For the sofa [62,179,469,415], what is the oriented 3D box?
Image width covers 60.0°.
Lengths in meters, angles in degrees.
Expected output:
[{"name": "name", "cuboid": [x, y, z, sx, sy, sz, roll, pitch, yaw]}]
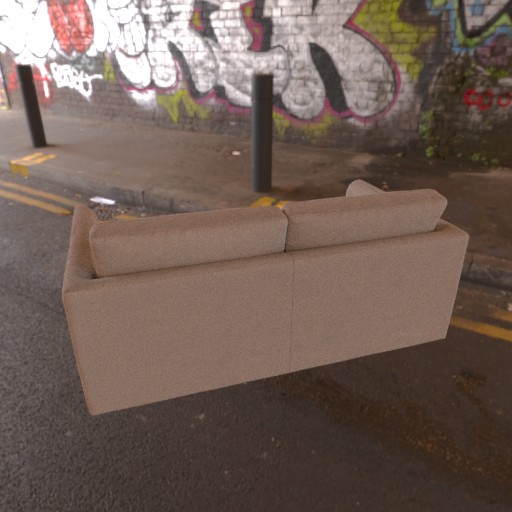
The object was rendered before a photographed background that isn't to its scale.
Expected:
[{"name": "sofa", "cuboid": [0.000, 0.000, 2.493, 1.905, 0.839, 1.091, -8, 27, -16]}]
